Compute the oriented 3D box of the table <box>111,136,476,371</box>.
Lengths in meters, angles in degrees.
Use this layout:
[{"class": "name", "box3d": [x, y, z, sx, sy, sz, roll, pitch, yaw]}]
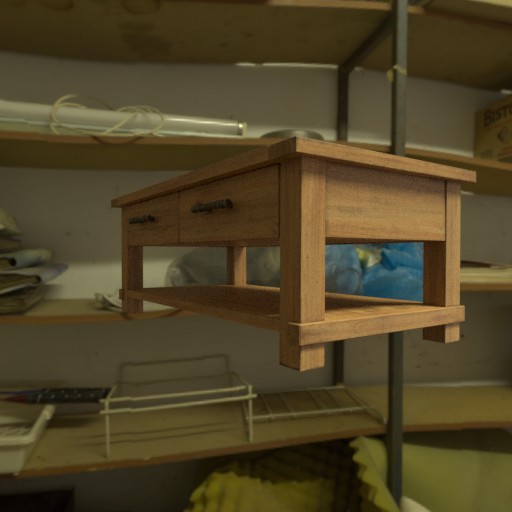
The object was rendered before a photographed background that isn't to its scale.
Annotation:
[{"class": "table", "box3d": [0.000, 0.000, 1.616, 0.693, 0.494, 1.270, 0, 0, -35]}]
